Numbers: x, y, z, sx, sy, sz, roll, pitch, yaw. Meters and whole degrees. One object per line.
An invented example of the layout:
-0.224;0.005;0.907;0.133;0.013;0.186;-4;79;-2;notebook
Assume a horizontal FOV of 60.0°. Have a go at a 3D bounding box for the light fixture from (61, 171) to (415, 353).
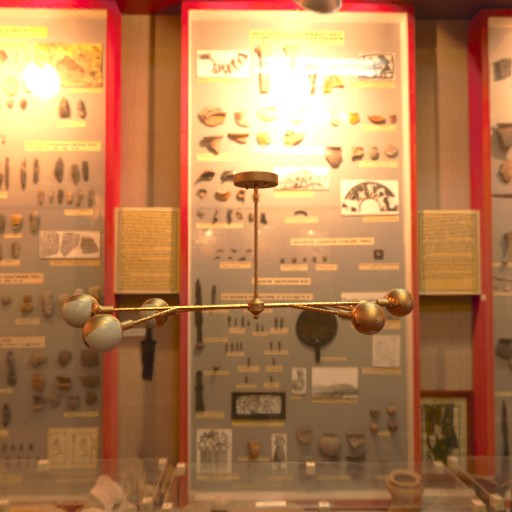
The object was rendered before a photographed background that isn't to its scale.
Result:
0.000;0.000;0.997;0.778;0.362;0.434;0;-1;0;light fixture
